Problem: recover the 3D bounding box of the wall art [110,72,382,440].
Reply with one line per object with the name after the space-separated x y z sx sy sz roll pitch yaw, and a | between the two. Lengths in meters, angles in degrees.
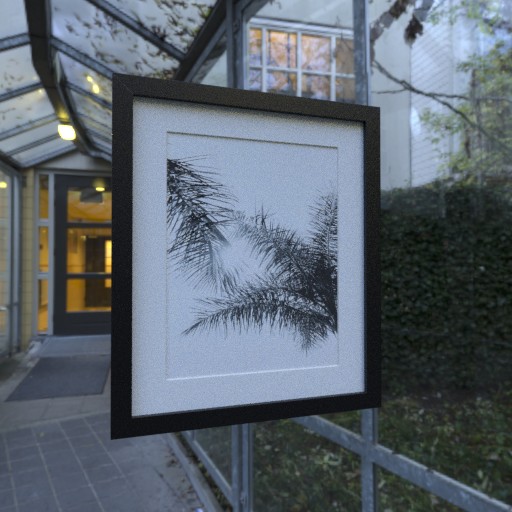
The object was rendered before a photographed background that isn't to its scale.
0.000 0.000 0.524 0.325 0.380 0.028 0 -1 -19 | wall art
